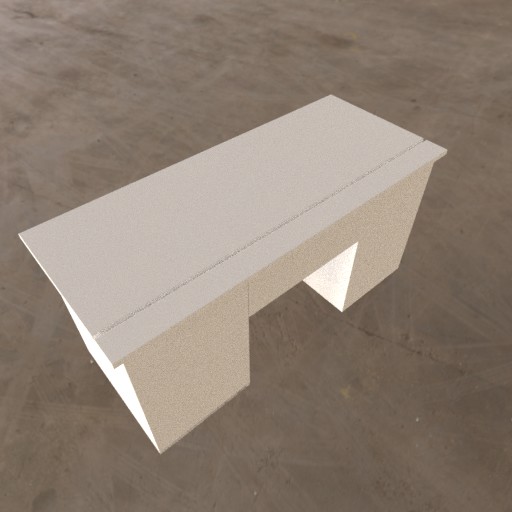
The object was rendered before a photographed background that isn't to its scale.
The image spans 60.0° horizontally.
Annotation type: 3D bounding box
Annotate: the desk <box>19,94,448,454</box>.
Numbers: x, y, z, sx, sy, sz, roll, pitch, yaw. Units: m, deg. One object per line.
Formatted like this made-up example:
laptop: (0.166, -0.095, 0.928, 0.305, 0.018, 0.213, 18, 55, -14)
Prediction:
desk: (0.000, 0.000, 1.978, 1.580, 0.760, 0.670, -32, 54, -27)
